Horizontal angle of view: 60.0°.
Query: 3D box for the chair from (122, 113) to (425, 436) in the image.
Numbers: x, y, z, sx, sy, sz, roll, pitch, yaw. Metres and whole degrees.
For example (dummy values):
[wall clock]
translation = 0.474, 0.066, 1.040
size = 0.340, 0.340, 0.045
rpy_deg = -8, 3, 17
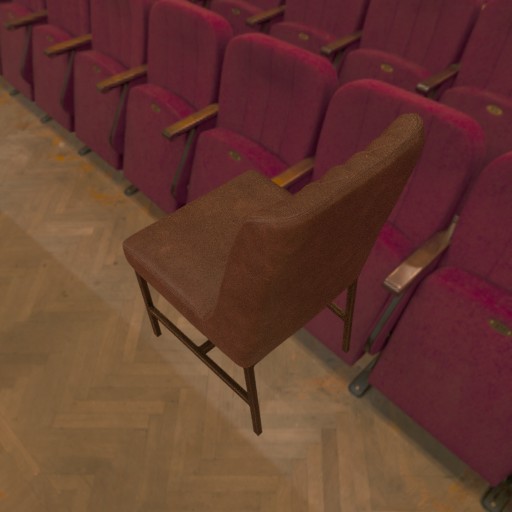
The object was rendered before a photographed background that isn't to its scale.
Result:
[chair]
translation = 0.000, 0.000, 1.212
size = 0.508, 0.889, 0.587
rpy_deg = -34, 56, -27
